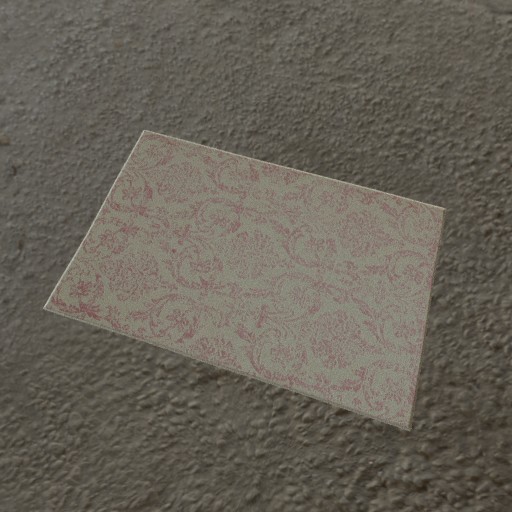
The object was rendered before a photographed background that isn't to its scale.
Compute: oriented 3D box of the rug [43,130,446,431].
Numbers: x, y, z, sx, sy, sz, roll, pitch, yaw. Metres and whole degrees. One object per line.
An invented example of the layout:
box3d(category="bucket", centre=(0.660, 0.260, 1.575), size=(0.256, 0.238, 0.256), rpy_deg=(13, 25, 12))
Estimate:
box3d(category="rug", centre=(0.000, 0.000, 3.497), size=(2.746, 0.018, 1.819), rpy_deg=(16, 65, 8))
